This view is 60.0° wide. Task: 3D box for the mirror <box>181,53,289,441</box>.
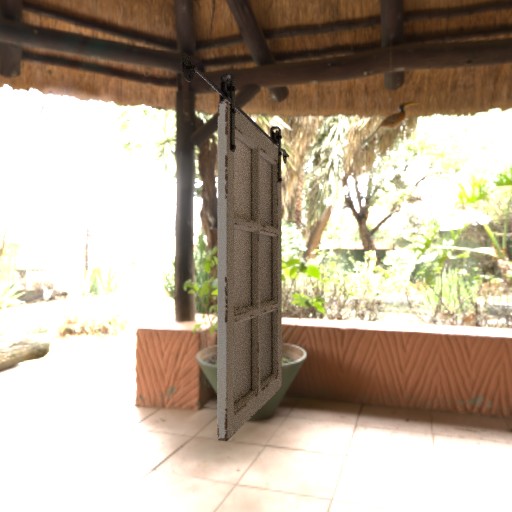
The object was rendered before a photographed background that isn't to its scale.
[{"bbox_3d":[0.000,0.000,1.229,0.037,0.844,0.808,0,-1,19],"label":"mirror"}]
